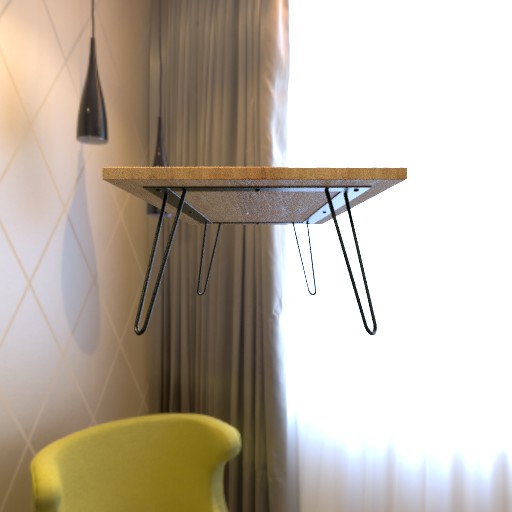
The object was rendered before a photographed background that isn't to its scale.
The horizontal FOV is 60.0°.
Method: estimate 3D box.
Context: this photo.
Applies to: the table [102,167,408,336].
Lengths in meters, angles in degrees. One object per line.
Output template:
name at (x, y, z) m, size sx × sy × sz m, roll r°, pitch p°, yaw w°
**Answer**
table at (0.000, 0.000, 1.686) m, size 0.699 × 0.400 × 1.348 m, roll 0°, pitch 0°, yaw 0°
